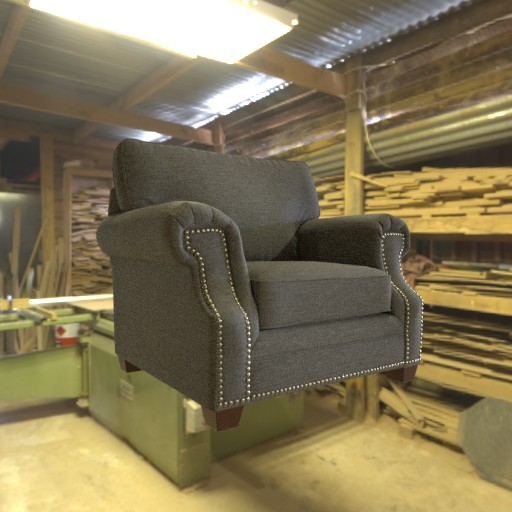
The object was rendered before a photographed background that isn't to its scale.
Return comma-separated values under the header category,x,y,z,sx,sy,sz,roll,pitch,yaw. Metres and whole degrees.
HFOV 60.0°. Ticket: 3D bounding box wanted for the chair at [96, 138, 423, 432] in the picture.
category,x,y,z,sx,sy,sz,roll,pitch,yaw
chair,0.000,0.000,1.829,1.092,0.961,0.965,0,1,-35
